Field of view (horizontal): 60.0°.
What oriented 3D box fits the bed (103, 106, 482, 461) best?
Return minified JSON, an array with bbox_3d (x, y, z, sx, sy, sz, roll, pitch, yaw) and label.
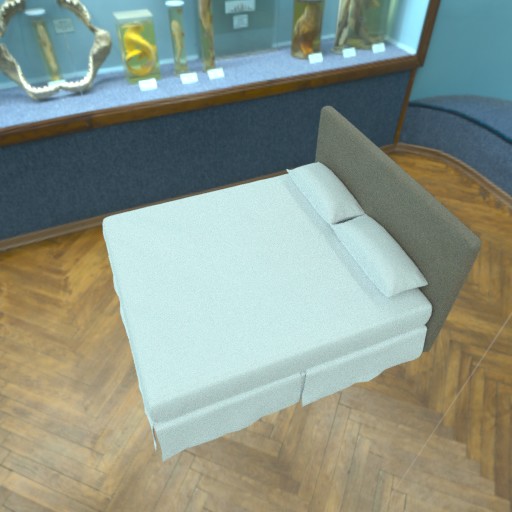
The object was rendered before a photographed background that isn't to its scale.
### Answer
[{"bbox_3d":[0.000,0.000,3.634,2.341,1.317,2.119,-16,47,-15],"label":"bed"}]
